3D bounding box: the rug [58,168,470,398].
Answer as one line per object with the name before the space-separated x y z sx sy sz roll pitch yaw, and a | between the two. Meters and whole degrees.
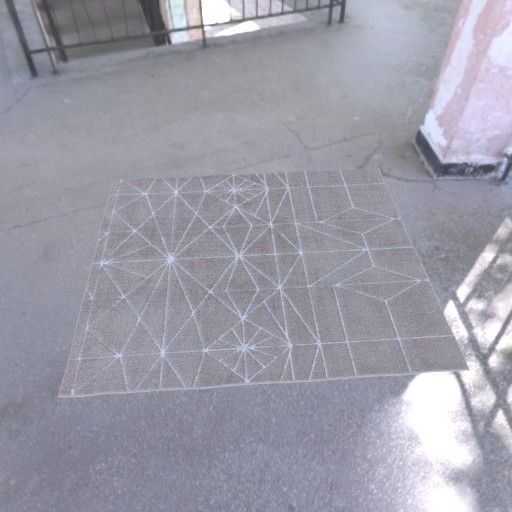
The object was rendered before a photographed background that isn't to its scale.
rug | 0.000 0.000 0.872 0.639 0.006 0.548 -3 46 -3
